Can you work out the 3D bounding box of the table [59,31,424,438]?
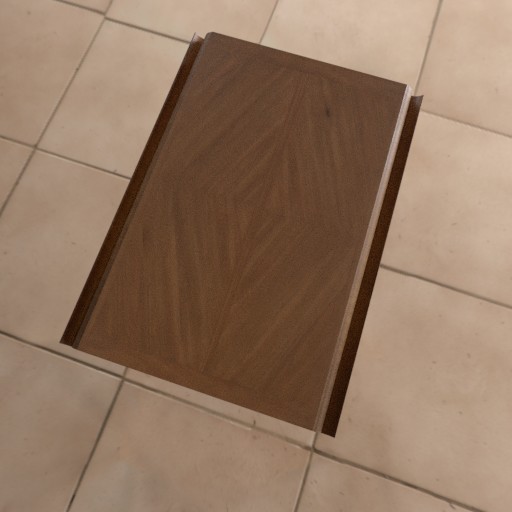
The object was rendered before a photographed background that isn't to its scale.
[{"bbox_3d":[0.000,0.000,1.632,0.701,0.981,0.967,17,75,5],"label":"table"}]
